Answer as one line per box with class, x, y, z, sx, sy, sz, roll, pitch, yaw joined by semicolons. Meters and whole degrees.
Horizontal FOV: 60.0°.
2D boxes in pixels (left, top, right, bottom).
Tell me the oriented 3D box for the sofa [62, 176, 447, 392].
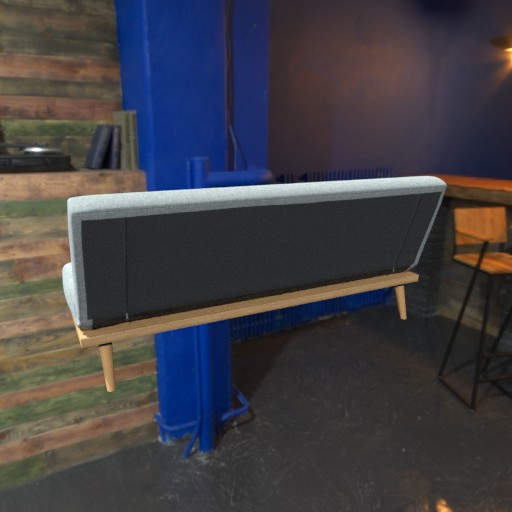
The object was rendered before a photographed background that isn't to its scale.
sofa;0.000;0.000;2.285;1.820;0.800;0.800;-8;17;-26
